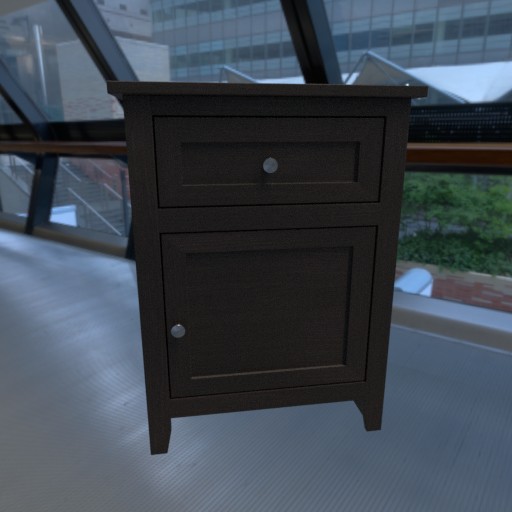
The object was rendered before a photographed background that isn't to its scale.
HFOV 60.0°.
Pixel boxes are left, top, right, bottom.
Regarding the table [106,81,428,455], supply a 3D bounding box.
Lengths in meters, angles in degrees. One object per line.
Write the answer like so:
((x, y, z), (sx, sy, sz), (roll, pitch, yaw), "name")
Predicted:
((0.000, 0.000, 0.918), (0.480, 0.635, 0.381), (-3, 16, -9), "table")
